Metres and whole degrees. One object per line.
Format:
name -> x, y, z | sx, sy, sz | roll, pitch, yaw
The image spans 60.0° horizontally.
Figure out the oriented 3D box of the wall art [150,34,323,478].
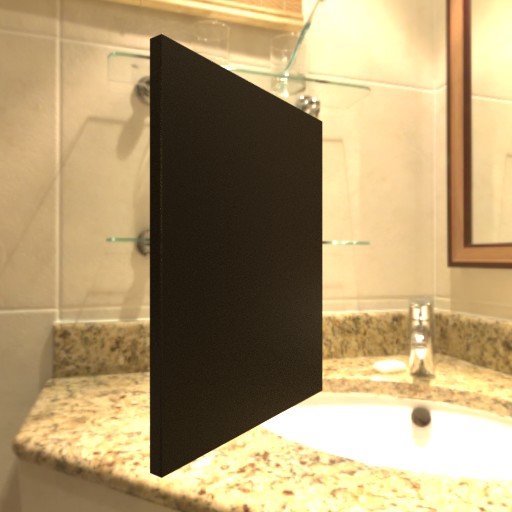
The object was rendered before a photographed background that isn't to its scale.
wall art -> 0.000, 0.000, 1.591 | 0.053, 1.194, 0.950 | 0, 0, 35
